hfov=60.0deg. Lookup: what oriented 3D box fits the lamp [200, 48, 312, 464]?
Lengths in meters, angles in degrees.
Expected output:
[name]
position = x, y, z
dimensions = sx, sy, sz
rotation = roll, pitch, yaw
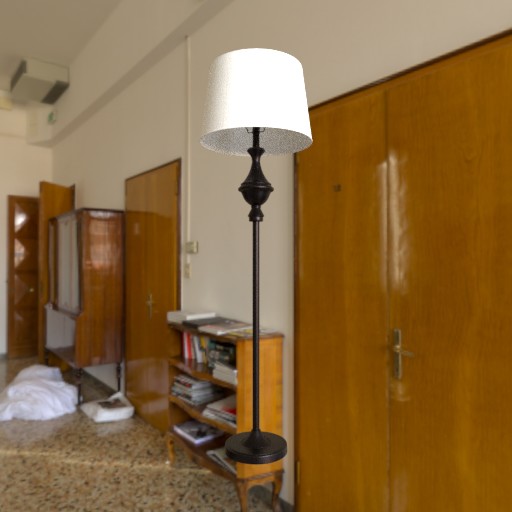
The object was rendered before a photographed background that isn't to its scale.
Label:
[lamp]
position = 0.000, 0.000, 1.701
dimensions = 0.431, 1.484, 0.431
rotation = 0, -1, 0
